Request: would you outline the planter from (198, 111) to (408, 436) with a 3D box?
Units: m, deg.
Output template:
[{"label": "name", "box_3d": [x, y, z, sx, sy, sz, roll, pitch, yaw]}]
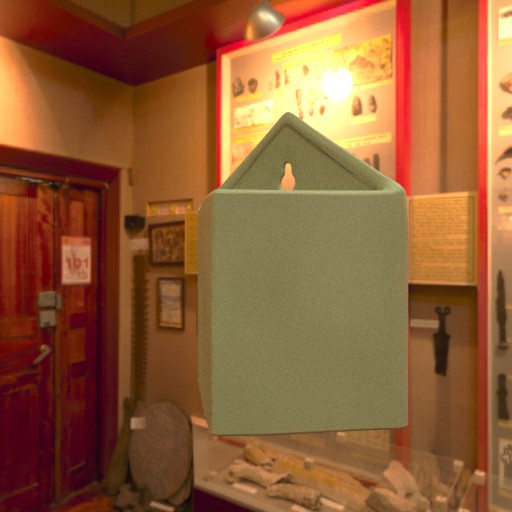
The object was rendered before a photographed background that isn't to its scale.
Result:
[{"label": "planter", "box_3d": [0.000, 0.000, 0.274, 0.164, 0.197, 0.079, 0, 0, 36]}]
